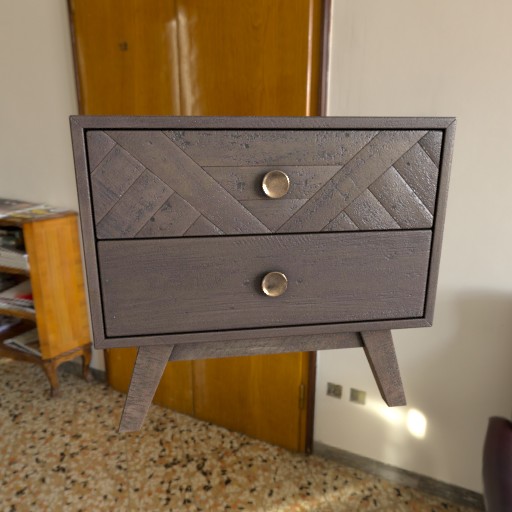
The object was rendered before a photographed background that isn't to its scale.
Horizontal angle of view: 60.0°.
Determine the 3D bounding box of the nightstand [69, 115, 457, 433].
[{"bbox_3d":[0.000,0.000,1.016,0.650,0.599,0.450,-2,16,-8],"label":"nightstand"}]
